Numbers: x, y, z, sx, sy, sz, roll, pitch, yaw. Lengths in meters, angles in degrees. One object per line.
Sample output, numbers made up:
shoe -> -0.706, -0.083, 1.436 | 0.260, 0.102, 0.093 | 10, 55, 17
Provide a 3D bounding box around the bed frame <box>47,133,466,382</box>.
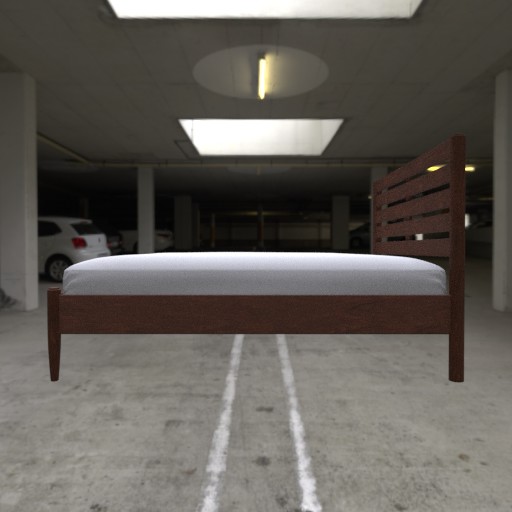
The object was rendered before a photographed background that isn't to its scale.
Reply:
bed frame -> 0.000, 0.000, 3.166 | 2.234, 1.321, 1.655 | 0, 1, 0
